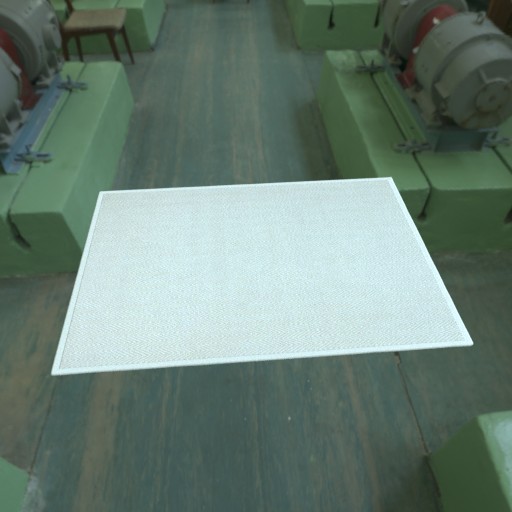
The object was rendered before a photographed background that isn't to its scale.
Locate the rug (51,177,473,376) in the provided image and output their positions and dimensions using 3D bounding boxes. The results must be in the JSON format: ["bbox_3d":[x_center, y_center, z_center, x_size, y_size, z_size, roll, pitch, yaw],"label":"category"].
[{"bbox_3d":[0.000,0.000,2.862,2.244,0.017,1.532,-3,46,-3],"label":"rug"}]
